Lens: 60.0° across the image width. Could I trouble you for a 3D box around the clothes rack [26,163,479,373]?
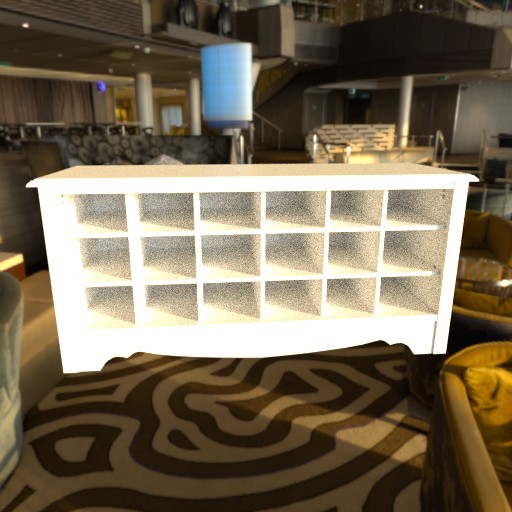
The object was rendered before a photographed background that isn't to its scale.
[{"bbox_3d":[0.000,0.000,1.454,1.218,0.558,0.405,-2,17,-6],"label":"clothes rack"}]
